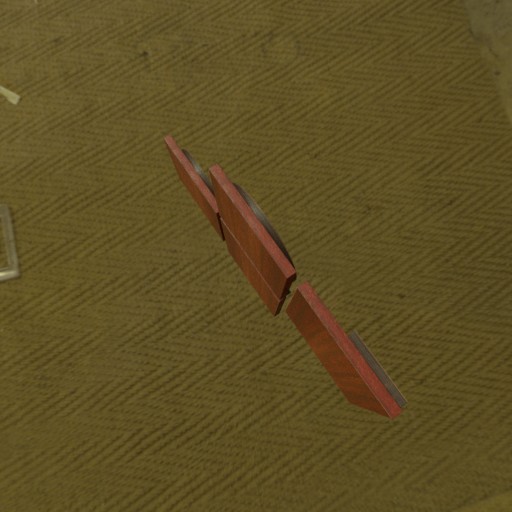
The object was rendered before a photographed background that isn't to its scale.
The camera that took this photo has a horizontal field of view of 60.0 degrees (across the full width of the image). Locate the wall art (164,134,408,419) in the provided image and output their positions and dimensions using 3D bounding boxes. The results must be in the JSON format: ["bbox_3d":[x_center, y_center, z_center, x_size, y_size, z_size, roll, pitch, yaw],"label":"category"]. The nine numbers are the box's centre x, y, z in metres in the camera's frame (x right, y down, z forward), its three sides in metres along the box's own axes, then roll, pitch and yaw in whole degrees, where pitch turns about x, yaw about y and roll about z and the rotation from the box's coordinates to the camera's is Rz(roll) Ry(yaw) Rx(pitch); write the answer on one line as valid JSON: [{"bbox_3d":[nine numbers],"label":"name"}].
[{"bbox_3d":[0.000,0.000,0.851,0.030,0.497,0.635,-34,78,-8],"label":"wall art"}]
